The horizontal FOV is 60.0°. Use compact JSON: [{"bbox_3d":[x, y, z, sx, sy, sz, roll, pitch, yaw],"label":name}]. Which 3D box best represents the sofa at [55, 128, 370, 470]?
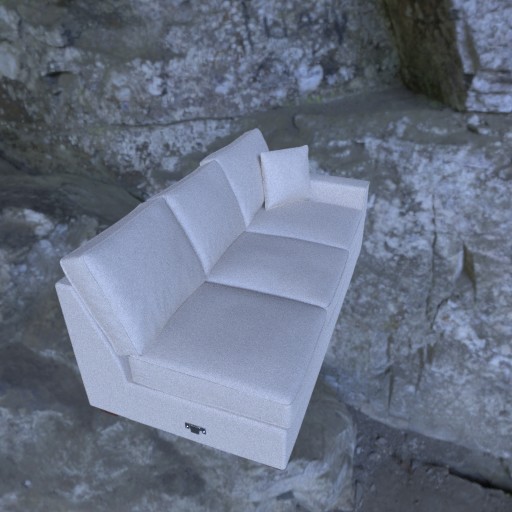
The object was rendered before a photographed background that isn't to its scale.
[{"bbox_3d":[0.000,0.000,2.553,1.034,0.946,1.963,11,32,18],"label":"sofa"}]
